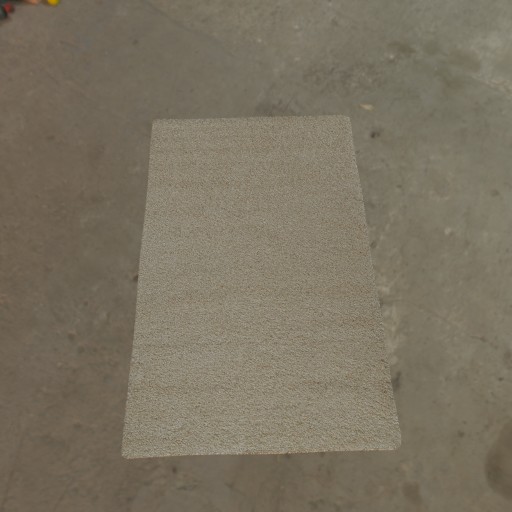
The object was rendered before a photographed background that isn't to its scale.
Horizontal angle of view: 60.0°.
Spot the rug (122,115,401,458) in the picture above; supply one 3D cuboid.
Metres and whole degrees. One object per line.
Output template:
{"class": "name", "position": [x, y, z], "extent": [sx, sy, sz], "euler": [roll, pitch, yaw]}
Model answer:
{"class": "rug", "position": [0.000, 0.000, 2.875], "extent": [1.500, 0.026, 2.349], "euler": [-2, 64, -1]}
